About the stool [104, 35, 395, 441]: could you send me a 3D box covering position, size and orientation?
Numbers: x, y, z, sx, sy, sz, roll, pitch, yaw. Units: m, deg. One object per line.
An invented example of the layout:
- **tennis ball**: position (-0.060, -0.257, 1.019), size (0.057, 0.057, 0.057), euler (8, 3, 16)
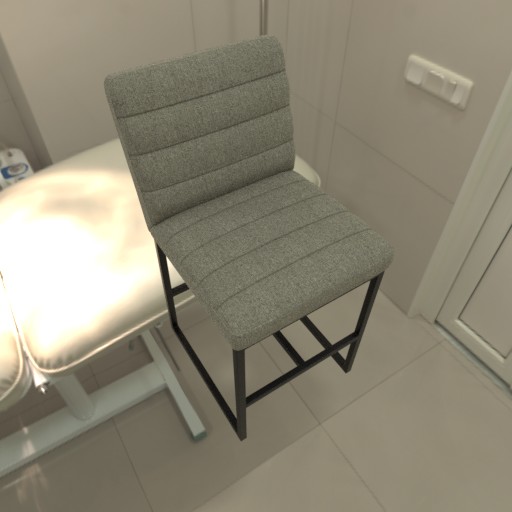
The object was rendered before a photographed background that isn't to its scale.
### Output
- **stool**: position (0.000, 0.000, 1.227), size (0.460, 0.940, 0.560), euler (-25, 52, -22)
